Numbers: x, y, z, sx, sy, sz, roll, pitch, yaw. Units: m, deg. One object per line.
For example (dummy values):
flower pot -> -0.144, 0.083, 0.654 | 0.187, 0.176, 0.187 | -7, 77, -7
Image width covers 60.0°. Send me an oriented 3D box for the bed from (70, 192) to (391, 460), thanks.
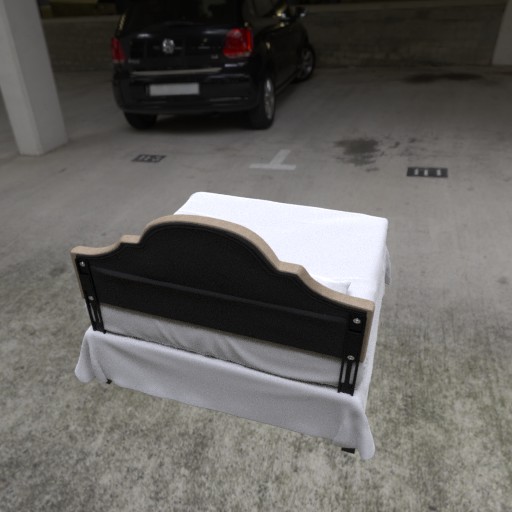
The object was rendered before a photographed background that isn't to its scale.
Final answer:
bed -> 0.000, 0.000, 3.652 | 2.303, 1.631, 2.222 | 10, 34, 15
